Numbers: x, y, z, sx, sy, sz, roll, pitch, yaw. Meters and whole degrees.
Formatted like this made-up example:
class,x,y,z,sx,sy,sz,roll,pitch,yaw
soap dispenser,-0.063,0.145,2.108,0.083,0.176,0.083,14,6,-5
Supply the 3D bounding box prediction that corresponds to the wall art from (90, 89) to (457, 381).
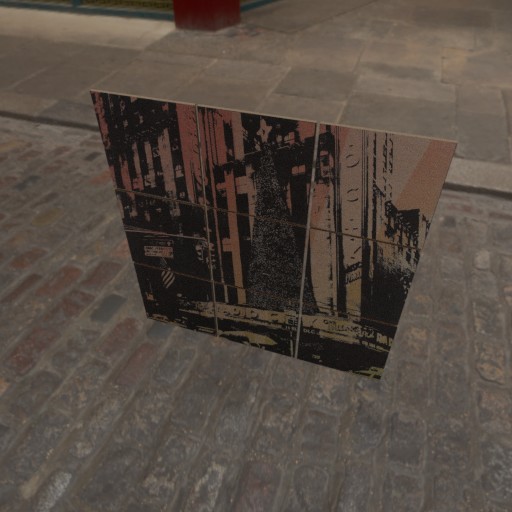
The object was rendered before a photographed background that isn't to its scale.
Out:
class,x,y,z,sx,sy,sz,roll,pitch,yaw
wall art,0.000,0.000,2.270,1.527,1.521,0.017,13,43,14
